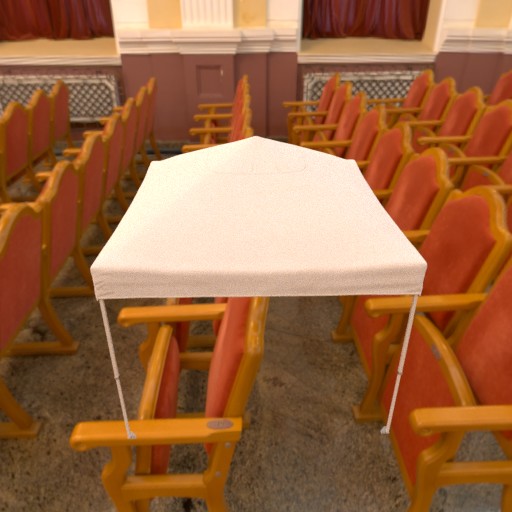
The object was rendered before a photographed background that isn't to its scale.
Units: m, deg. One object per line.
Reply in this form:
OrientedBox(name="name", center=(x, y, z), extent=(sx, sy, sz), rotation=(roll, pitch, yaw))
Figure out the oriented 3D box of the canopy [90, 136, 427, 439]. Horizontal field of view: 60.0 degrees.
OrientedBox(name="canopy", center=(0.000, 0.000, 5.552), extent=(2.996, 2.997, 2.998), rotation=(-1, 30, -1))
